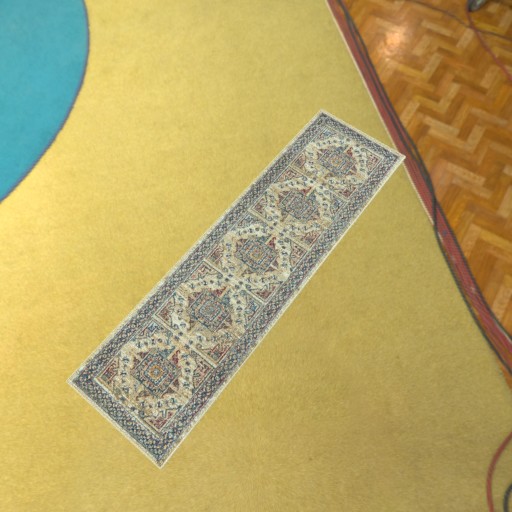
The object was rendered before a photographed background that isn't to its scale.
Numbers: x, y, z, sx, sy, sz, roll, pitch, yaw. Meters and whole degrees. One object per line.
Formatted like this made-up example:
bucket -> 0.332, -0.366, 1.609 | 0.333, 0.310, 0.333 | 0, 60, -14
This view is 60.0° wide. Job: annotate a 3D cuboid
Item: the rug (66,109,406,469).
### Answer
rug -> 0.000, 0.000, 2.552 | 0.661, 0.013, 2.297 | 35, 70, 15
